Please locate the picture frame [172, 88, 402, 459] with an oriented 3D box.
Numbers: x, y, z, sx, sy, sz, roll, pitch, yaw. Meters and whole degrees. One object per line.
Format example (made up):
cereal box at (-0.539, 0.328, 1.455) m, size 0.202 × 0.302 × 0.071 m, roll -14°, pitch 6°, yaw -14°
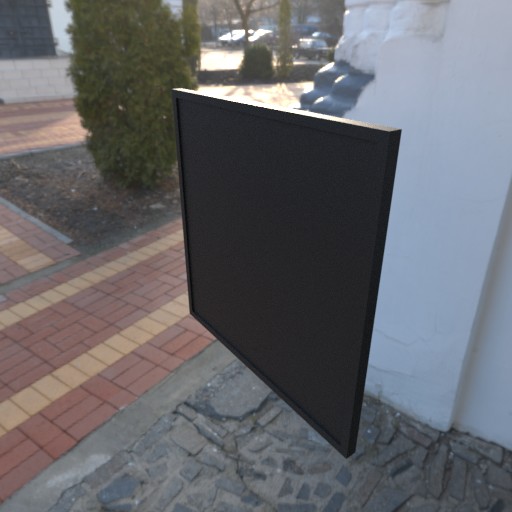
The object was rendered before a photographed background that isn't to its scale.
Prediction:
picture frame at (0.000, 0.000, 1.182) m, size 0.032 × 0.775 × 0.775 m, roll -18°, pitch 32°, yaw -32°
